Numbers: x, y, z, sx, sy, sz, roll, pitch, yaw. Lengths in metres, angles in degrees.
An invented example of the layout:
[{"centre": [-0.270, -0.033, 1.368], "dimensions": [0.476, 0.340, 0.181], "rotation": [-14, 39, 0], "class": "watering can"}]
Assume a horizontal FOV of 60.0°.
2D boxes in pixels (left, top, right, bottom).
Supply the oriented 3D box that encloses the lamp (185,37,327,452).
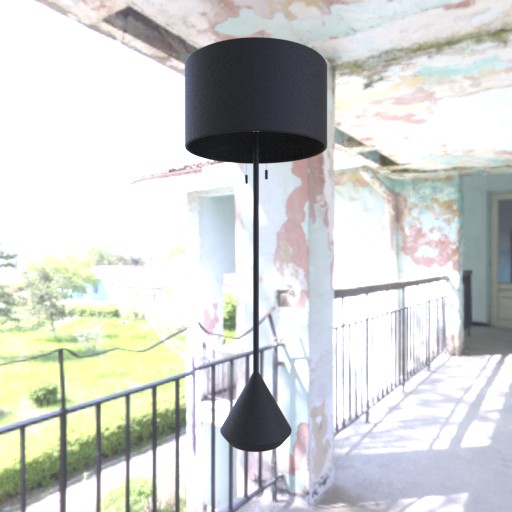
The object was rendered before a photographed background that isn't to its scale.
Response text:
[{"centre": [0.000, 0.000, 1.833], "dimensions": [0.580, 1.526, 0.580], "rotation": [0, 1, 37], "class": "lamp"}]
